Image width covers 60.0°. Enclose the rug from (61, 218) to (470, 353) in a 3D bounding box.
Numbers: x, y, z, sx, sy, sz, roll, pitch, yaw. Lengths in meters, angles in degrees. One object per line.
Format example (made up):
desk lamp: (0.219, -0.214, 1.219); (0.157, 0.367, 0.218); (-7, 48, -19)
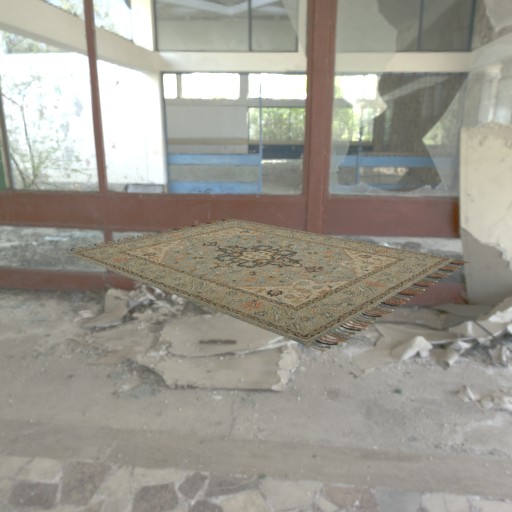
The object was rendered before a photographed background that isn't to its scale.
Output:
rug: (0.000, 0.000, 3.543); (2.651, 0.010, 1.971); (14, 21, 40)
